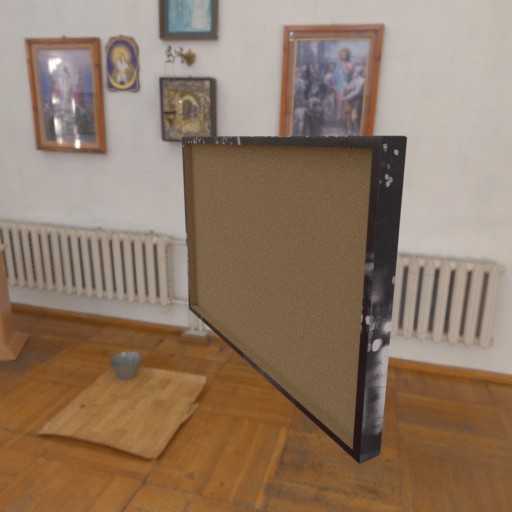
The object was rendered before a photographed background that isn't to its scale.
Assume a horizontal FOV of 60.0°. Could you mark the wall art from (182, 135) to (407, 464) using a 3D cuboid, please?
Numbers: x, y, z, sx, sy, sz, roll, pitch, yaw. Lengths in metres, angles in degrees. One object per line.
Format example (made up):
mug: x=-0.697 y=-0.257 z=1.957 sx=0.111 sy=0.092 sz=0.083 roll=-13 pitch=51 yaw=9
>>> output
wall art: x=0.000 y=0.000 z=0.779 sx=0.037 sy=0.406 sz=0.609 roll=-8 pitch=17 yaw=-28
